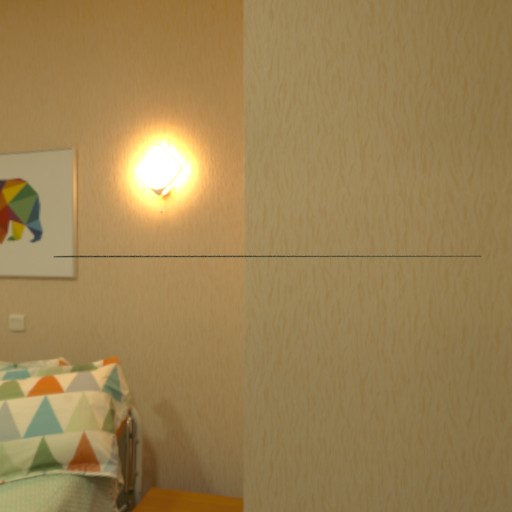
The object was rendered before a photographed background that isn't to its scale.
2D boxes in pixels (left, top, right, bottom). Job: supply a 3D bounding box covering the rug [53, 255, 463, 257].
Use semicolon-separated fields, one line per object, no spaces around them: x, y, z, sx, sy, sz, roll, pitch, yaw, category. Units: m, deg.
0.000;0.000;4.285;3.371;0.008;2.190;0;0;-18;rug
